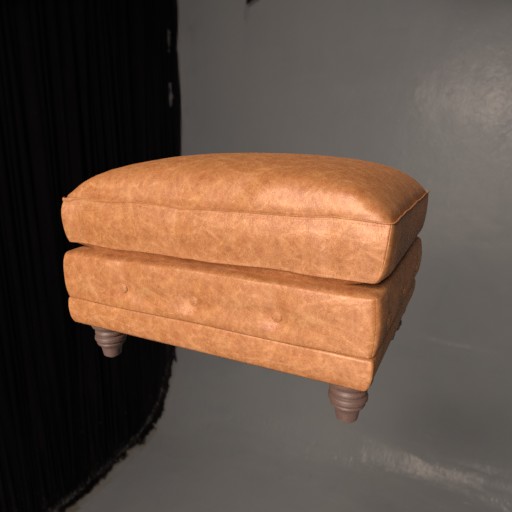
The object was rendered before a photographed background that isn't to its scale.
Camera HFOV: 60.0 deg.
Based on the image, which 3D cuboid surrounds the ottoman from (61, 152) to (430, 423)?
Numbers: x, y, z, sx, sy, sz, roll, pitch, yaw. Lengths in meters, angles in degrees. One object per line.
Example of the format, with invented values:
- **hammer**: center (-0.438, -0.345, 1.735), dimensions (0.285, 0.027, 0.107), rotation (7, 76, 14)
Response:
- **ottoman**: center (0.000, 0.000, 1.061), dimensions (0.710, 0.480, 0.533), rotation (7, 16, 26)
